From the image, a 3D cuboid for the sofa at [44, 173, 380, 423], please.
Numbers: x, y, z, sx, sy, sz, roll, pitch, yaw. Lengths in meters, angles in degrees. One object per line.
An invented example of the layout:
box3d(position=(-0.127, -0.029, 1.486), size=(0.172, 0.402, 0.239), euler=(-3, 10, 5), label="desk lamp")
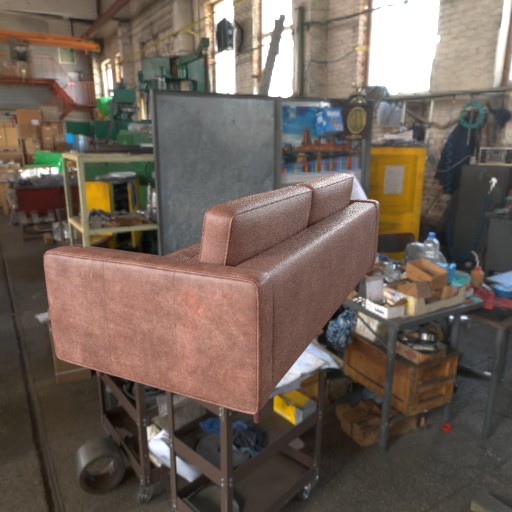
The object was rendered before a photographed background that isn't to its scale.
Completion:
box3d(position=(0.000, 0.000, 2.293), size=(0.910, 0.760, 1.870), euler=(7, 16, 25), label="sofa")
